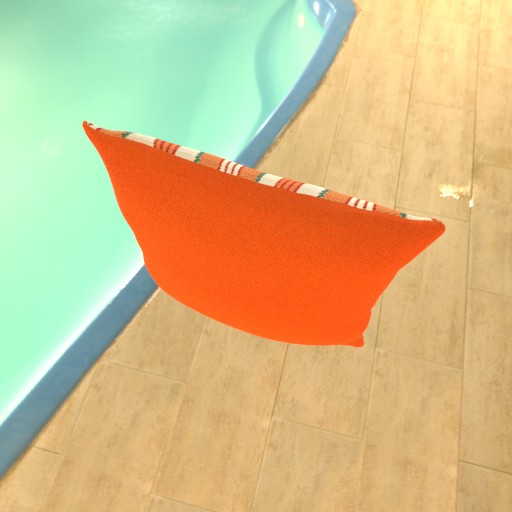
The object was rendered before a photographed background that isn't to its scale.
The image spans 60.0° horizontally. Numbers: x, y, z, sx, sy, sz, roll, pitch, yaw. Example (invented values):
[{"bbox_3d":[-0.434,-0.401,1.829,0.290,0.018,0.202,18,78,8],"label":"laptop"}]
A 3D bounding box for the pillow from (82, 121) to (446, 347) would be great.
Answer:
[{"bbox_3d":[0.000,0.000,0.683,0.440,0.441,0.182,18,65,9],"label":"pillow"}]
